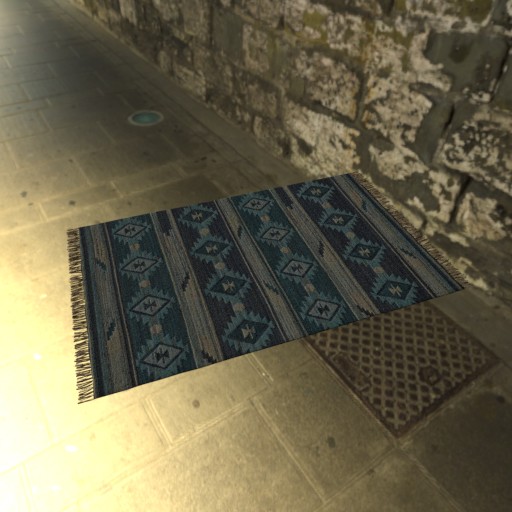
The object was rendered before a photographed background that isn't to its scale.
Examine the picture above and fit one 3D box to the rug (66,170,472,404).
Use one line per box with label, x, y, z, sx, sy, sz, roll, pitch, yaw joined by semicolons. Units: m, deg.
rug;0.000;0.000;2.408;1.936;0.028;1.181;-13;44;-15
